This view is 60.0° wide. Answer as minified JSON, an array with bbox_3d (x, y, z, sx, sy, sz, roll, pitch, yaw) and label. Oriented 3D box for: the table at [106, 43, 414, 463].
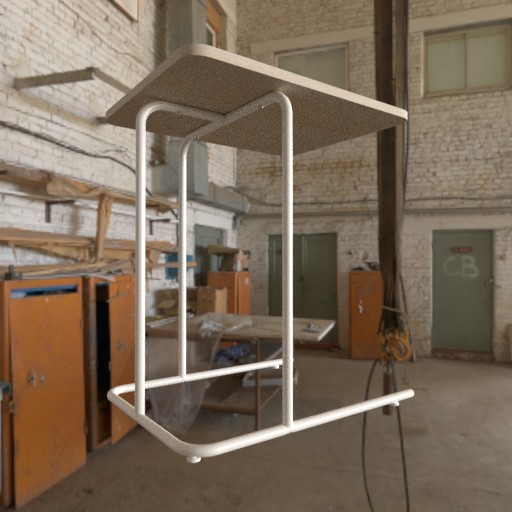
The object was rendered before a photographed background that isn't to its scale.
[{"bbox_3d":[0.000,0.000,0.856,0.480,0.550,0.370,1,-1,-36],"label":"table"}]
